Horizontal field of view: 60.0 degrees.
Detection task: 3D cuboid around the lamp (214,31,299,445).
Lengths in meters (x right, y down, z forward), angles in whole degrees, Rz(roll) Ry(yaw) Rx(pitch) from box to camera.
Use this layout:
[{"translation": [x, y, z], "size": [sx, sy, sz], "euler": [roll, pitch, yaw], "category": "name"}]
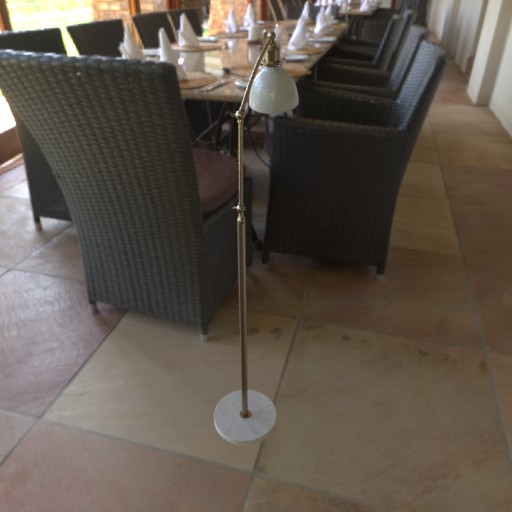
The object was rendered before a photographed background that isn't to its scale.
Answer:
[{"translation": [0.000, 0.000, 1.776], "size": [0.288, 1.586, 0.599], "euler": [10, 33, 16], "category": "lamp"}]
